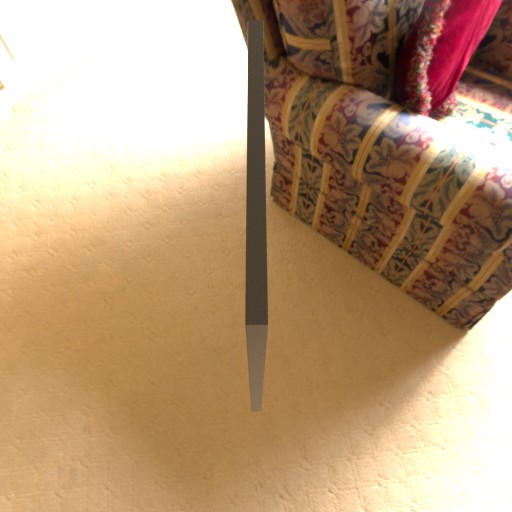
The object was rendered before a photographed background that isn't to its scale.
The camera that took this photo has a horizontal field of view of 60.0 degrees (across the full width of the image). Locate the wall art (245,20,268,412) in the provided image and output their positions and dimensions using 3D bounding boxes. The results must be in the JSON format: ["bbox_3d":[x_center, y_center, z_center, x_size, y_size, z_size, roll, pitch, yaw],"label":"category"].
[{"bbox_3d":[0.000,0.000,1.415,0.039,1.061,0.804,0,63,0],"label":"wall art"}]
